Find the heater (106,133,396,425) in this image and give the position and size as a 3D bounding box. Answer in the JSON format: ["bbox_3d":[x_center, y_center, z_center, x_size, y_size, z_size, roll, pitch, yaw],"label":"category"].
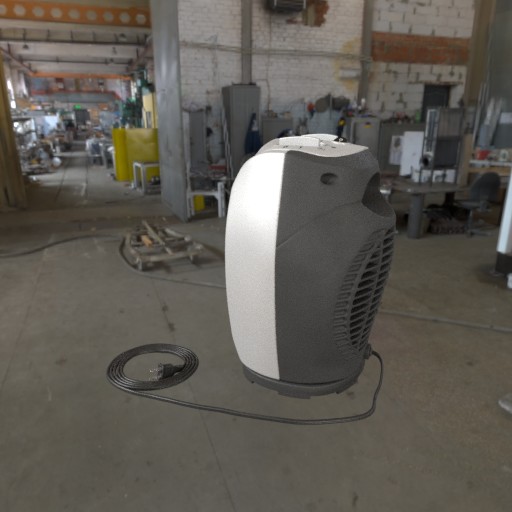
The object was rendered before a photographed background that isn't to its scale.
[{"bbox_3d":[0.000,0.000,0.483,0.291,0.255,0.239,8,19,24],"label":"heater"}]
